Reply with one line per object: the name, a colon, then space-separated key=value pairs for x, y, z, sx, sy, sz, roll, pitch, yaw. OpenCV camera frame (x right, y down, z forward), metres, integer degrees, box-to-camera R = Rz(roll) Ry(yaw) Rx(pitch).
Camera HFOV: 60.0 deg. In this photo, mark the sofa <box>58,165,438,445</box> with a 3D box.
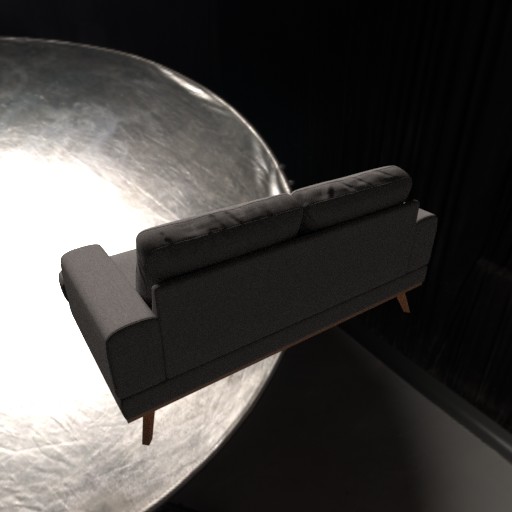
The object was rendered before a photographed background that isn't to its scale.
sofa: x=0.000 y=0.000 z=2.101 sx=1.650 sy=0.810 sz=0.785 roll=-18 pitch=35 yaw=-29
